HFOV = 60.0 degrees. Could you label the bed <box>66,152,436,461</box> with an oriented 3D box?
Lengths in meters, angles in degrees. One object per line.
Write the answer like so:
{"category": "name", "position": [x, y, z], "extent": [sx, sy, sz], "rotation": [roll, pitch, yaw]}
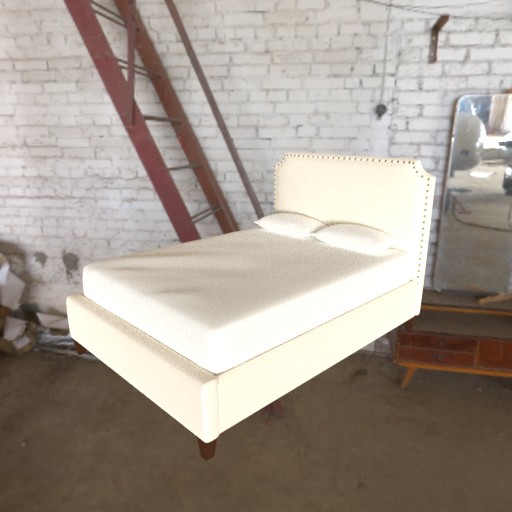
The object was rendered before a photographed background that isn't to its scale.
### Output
{"category": "bed", "position": [0.000, 0.000, 3.459], "extent": [2.365, 1.443, 1.712], "rotation": [-15, 22, -42]}
